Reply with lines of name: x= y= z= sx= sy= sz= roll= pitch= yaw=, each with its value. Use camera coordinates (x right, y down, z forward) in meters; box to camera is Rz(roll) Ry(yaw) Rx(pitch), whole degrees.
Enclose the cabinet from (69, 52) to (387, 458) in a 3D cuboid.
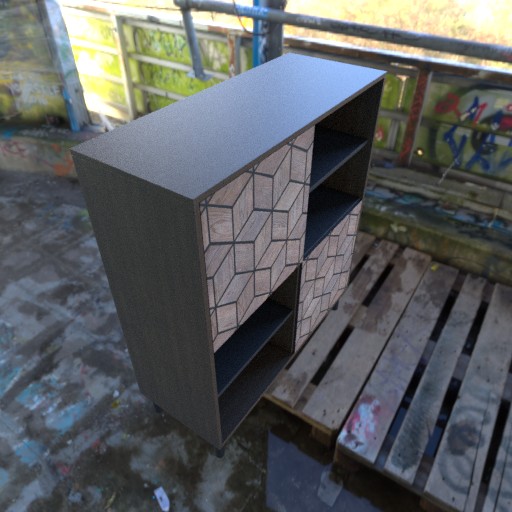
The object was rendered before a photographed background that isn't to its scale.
cabinet: x=0.000 y=0.000 z=1.681 sx=0.400 sy=1.170 sz=1.010 roll=24 pitch=45 yaw=26
